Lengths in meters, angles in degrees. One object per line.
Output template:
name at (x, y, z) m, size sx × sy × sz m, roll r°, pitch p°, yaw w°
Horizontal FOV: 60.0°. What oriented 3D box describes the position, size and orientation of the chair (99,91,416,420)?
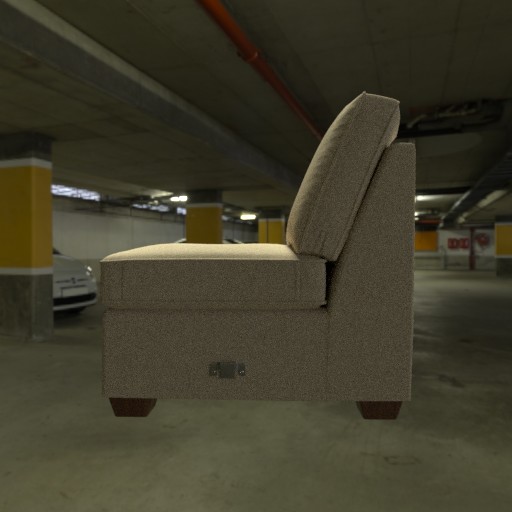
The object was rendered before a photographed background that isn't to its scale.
chair at (0.000, 0.000, 1.584) m, size 0.938 × 0.970 × 0.621 m, roll 0°, pitch 1°, yaw 2°
